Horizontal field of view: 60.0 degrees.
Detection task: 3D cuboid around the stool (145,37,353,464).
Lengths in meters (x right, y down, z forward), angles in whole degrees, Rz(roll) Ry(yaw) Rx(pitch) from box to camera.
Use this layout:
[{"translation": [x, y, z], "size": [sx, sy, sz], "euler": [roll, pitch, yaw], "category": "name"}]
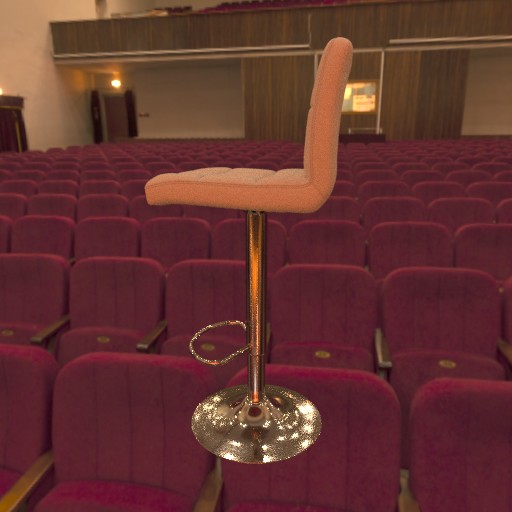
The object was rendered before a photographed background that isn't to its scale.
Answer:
[{"translation": [0.000, 0.000, 1.323], "size": [0.505, 1.115, 0.430], "euler": [2, 15, 10], "category": "stool"}]
